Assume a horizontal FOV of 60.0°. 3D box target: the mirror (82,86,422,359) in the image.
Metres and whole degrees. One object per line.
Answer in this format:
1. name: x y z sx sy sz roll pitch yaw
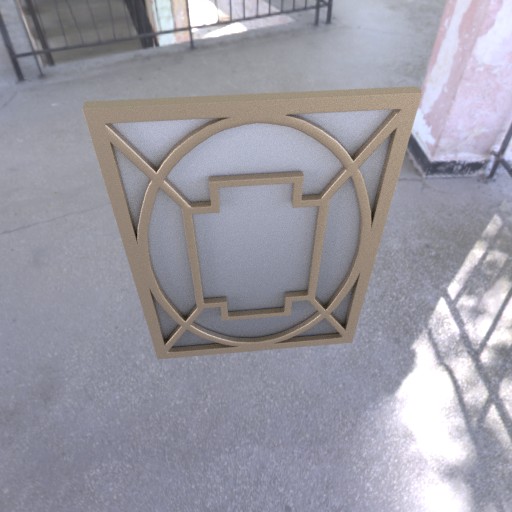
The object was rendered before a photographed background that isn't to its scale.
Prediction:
1. mirror: 0.000 0.000 1.358 0.756 1.023 0.032 -4 46 -4
